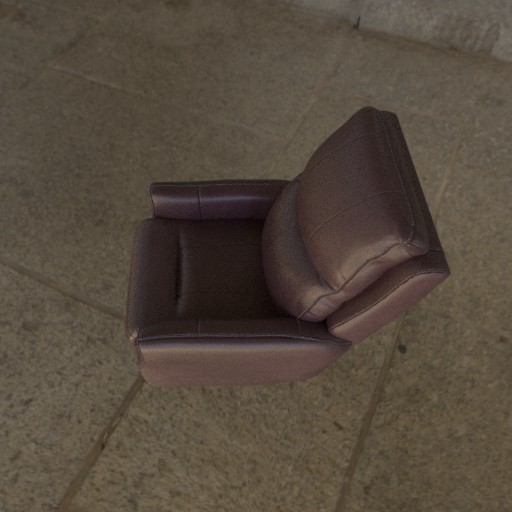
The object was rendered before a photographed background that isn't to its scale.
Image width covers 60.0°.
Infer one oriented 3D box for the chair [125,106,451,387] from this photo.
[{"bbox_3d":[0.000,0.000,1.774,1.080,1.030,0.829,-3,58,-2],"label":"chair"}]
